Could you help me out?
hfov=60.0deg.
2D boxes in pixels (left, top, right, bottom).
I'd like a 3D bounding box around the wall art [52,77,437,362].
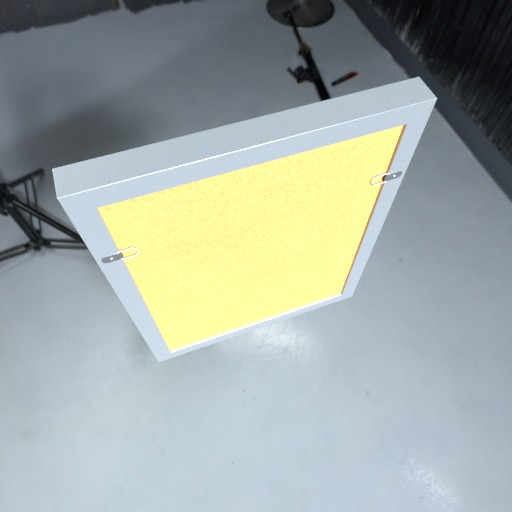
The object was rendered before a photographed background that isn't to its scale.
[{"bbox_3d":[0.000,0.000,0.509,0.308,0.379,0.030,-17,61,-10],"label":"wall art"}]
